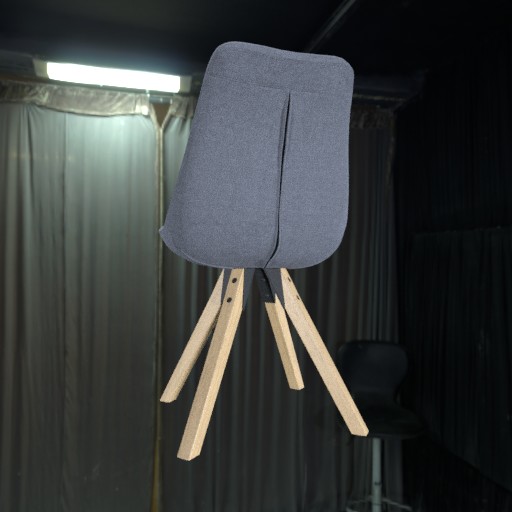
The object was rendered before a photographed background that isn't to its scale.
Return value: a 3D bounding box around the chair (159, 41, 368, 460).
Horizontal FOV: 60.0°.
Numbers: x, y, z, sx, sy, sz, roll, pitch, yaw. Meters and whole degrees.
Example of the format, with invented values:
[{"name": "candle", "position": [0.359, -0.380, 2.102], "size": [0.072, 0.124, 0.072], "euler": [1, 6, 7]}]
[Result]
[{"name": "chair", "position": [0.000, 0.000, 1.156], "size": [0.485, 0.850, 0.550], "euler": [0, 0, -18]}]
